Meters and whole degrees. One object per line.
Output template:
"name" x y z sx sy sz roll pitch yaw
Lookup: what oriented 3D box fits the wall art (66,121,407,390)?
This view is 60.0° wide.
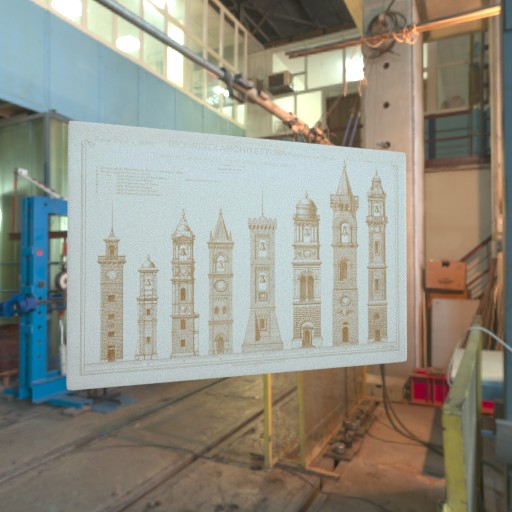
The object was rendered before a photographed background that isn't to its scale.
"wall art" 0.000 0.000 0.485 0.380 0.254 0.019 0 -1 -19
